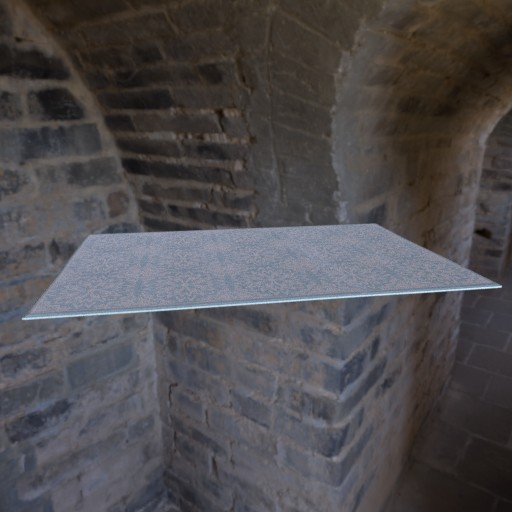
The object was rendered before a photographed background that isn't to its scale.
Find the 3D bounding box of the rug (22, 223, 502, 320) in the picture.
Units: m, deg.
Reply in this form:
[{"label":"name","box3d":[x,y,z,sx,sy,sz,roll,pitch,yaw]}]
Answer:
[{"label":"rug","box3d":[0.000,0.000,3.343,2.746,0.018,1.819,-3,17,-9]}]
